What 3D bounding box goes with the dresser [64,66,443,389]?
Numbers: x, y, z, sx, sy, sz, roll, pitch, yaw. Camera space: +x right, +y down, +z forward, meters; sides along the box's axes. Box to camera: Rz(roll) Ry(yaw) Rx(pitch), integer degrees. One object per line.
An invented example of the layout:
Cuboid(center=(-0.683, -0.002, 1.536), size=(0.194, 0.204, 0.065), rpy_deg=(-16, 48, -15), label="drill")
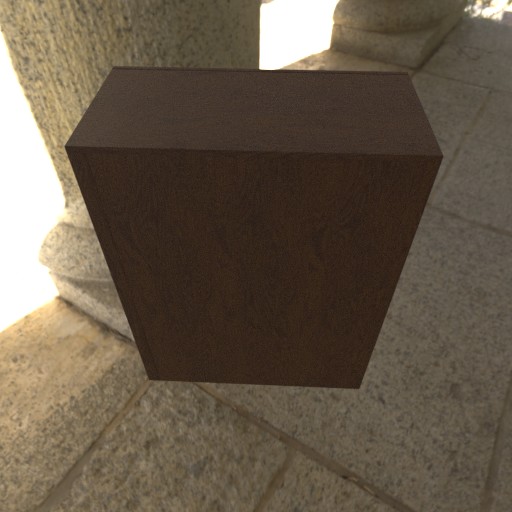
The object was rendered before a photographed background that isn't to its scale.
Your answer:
Cuboid(center=(0.000, 0.000, 1.780), size=(0.964, 1.320, 0.516), rpy_deg=(2, 47, 2), label="dresser")
